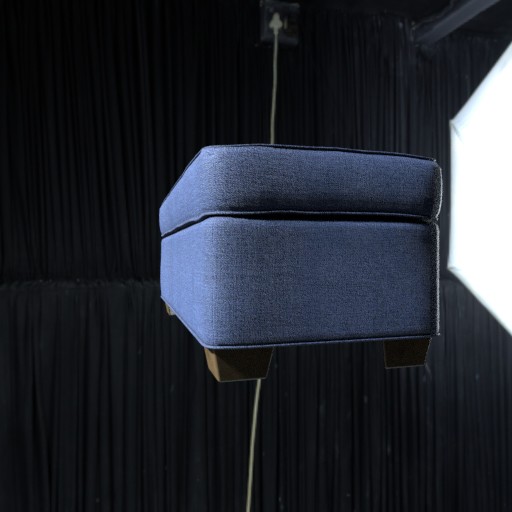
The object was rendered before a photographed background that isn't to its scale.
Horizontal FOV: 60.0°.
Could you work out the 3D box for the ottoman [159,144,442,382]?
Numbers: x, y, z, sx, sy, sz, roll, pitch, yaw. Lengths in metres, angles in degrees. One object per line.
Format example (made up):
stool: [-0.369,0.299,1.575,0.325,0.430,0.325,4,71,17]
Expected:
ottoman: [0.000,0.000,1.362,0.515,0.460,1.110,0,0,-16]
